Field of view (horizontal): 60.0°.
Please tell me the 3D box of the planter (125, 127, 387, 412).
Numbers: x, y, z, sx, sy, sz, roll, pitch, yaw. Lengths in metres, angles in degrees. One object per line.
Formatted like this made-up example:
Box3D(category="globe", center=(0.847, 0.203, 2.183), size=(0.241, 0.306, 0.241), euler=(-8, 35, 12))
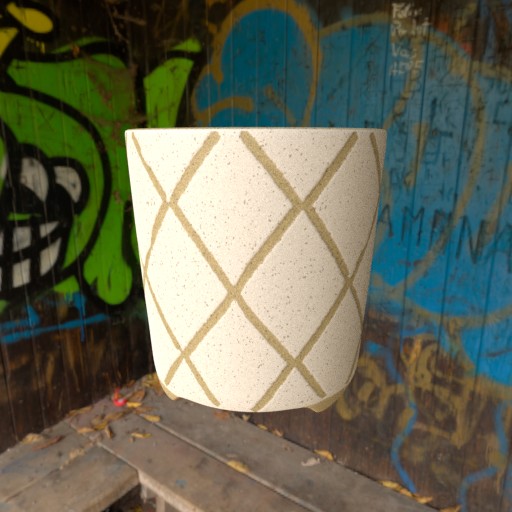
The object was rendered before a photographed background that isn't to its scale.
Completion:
Box3D(category="planter", center=(0.000, 0.000, 0.430), size=(0.228, 0.235, 0.228), euler=(0, 15, 0))
